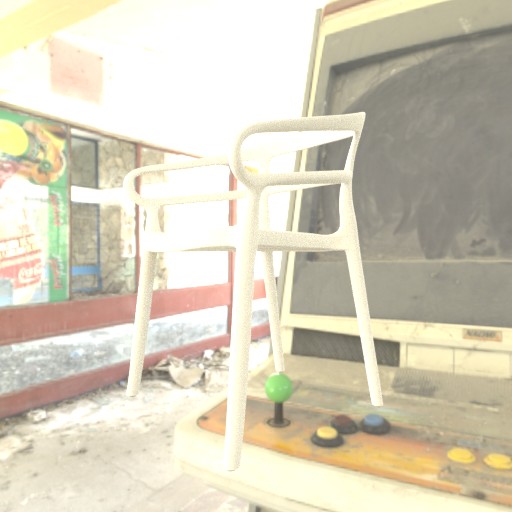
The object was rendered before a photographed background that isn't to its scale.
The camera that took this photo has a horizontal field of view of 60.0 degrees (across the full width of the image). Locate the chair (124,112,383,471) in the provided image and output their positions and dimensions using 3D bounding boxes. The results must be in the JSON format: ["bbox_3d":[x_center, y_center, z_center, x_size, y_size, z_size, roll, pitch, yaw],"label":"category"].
[{"bbox_3d":[0.000,0.000,1.133,0.527,0.761,0.559,-1,1,-36],"label":"chair"}]
